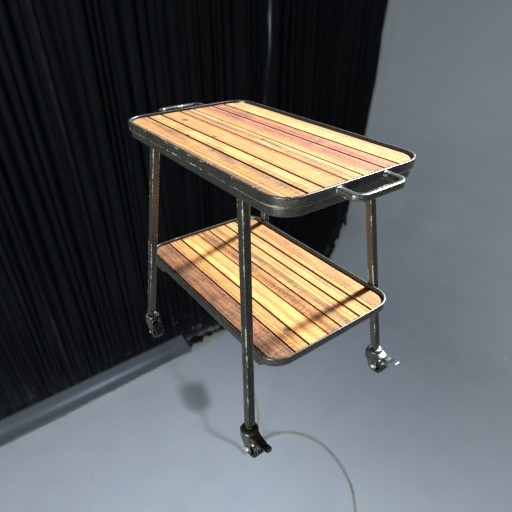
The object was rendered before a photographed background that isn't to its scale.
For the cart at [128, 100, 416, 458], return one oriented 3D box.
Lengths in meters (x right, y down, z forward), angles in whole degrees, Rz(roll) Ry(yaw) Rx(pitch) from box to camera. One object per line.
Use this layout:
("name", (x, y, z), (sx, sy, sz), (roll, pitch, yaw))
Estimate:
("cart", (0.000, 0.000, 1.272), (0.515, 0.700, 0.806), (-21, 38, -31))
